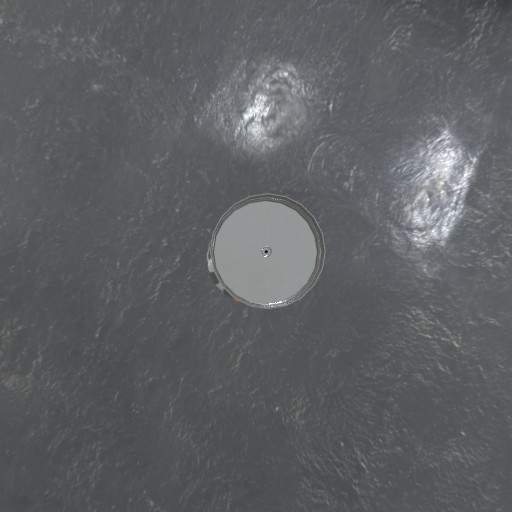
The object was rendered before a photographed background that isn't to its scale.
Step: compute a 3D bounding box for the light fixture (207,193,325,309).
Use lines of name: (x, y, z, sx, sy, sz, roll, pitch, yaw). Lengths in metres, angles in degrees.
light fixture: (0.000, 0.000, 1.722, 0.500, 1.511, 0.496, 0, 89, -2)
